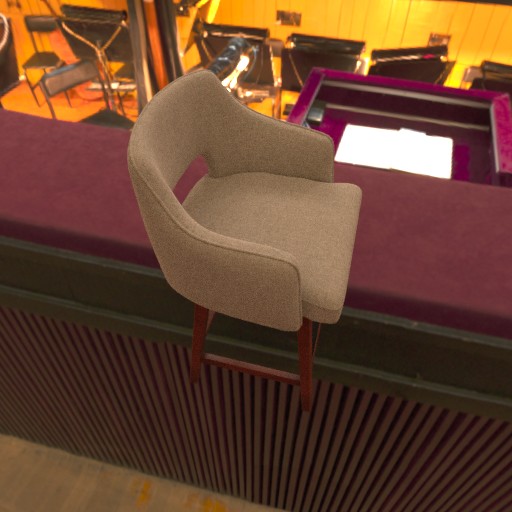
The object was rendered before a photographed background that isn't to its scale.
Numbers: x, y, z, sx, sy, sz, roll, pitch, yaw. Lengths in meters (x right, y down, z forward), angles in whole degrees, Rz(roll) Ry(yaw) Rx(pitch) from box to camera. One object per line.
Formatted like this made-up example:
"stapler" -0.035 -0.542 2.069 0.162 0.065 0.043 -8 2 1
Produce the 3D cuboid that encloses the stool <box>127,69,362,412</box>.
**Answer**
"stool" 0.000 0.000 1.360 0.558 0.944 0.599 11 47 10
